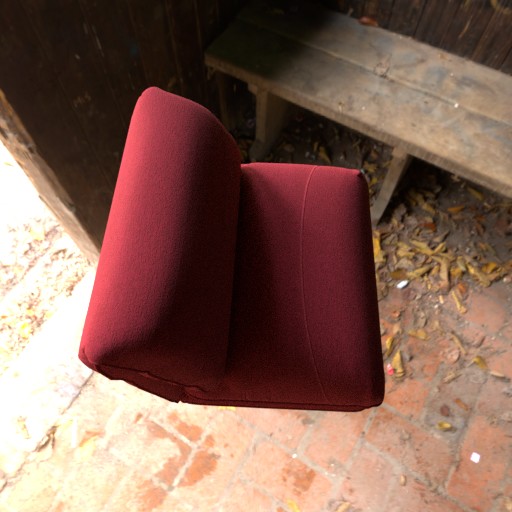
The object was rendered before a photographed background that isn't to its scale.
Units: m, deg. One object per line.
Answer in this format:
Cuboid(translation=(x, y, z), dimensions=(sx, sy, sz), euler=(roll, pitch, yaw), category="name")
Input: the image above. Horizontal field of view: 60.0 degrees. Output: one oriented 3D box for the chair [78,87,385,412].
Cuboid(translation=(0.000, 0.000, 1.328), dimensions=(0.780, 0.580, 0.820), euler=(2, 63, 1), category="chair")
